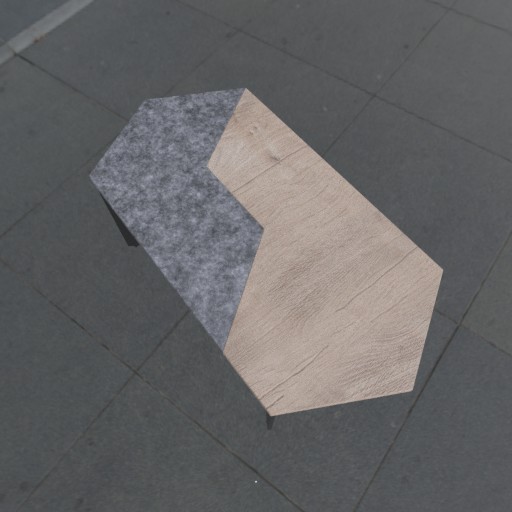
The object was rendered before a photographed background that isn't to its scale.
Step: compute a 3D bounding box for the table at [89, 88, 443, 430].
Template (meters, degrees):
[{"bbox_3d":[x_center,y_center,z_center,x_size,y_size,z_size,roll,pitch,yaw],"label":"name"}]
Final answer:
[{"bbox_3d":[0.000,0.000,1.489,0.609,0.457,1.219,-35,68,-16],"label":"table"}]
